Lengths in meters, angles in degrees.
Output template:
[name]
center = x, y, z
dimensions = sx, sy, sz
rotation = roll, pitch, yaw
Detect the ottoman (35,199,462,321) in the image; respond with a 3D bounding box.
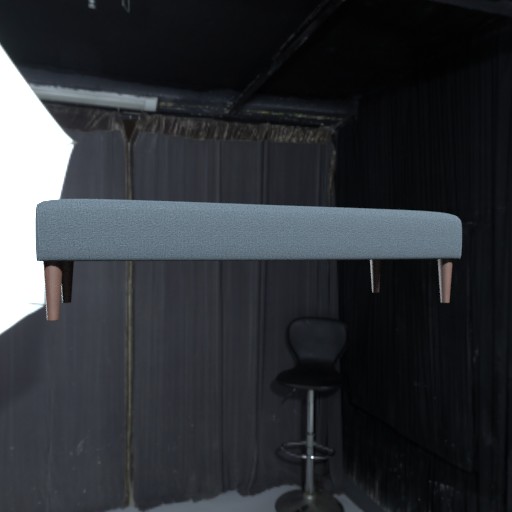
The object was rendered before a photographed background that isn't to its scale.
[ottoman]
center = 0.000, 0.000, 1.867
dimensions = 1.609, 0.393, 0.646
rotation = 0, 0, -19
